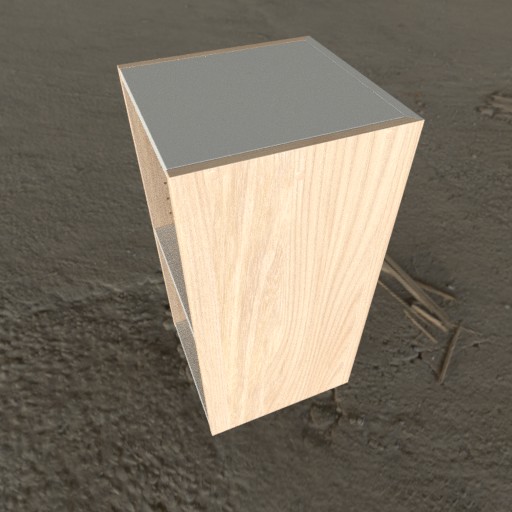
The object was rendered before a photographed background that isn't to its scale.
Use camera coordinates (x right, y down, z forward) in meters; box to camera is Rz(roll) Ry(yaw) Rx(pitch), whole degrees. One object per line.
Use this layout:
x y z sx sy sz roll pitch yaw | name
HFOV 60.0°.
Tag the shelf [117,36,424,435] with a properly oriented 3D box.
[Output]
0.000 0.000 0.768 0.297 0.594 0.290 -16 47 -15 | shelf
